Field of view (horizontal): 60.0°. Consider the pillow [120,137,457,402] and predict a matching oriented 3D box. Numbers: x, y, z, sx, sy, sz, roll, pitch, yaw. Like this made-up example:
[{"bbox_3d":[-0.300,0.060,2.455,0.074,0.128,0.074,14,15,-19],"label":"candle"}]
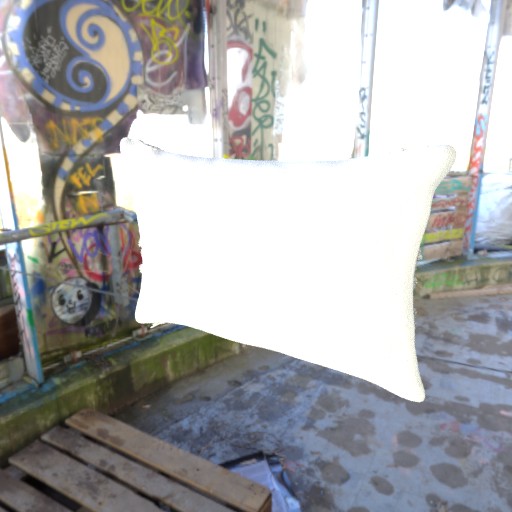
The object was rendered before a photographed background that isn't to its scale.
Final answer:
[{"bbox_3d":[0.000,0.000,0.596,0.466,0.305,0.084,9,18,28],"label":"pillow"}]
